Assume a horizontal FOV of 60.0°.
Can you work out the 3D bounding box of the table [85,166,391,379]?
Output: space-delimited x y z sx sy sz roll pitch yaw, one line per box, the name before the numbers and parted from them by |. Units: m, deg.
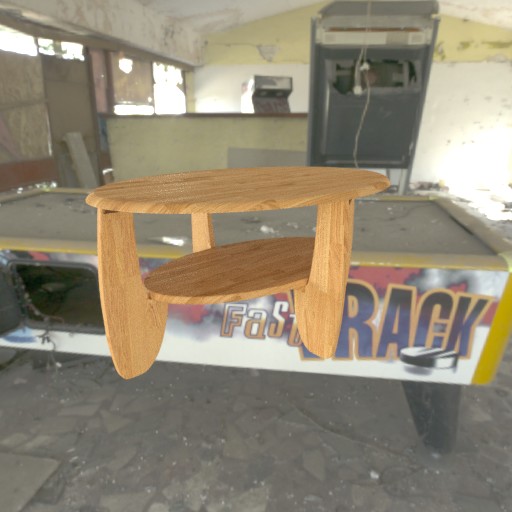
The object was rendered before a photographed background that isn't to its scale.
table | 0.000 0.000 1.433 1.040 0.490 0.690 -15 22 -41
